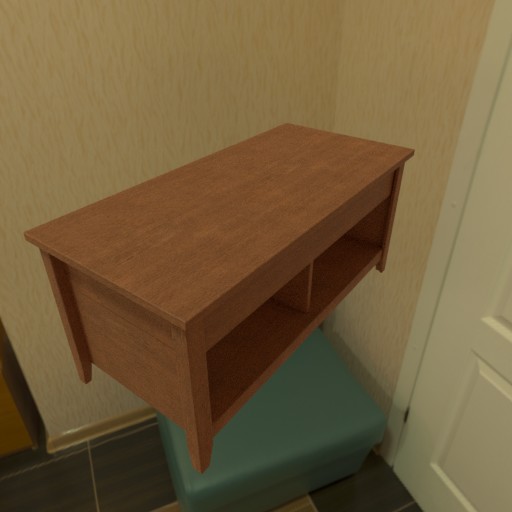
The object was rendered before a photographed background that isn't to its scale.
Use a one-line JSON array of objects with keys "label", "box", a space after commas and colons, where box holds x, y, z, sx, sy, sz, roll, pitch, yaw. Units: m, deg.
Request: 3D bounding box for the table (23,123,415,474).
[{"label": "table", "box": [0.000, 0.000, 1.289, 0.483, 0.457, 1.016, 22, 39, 30]}]
